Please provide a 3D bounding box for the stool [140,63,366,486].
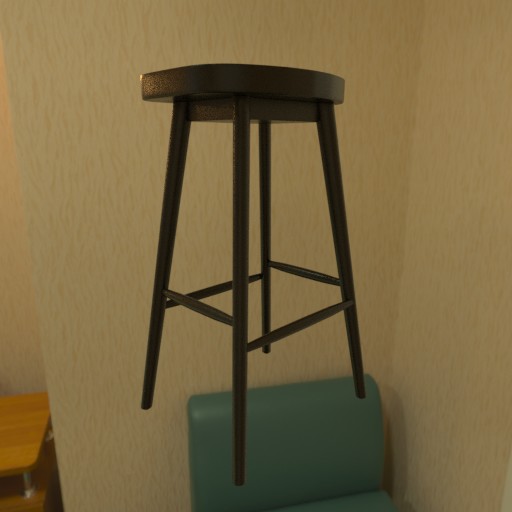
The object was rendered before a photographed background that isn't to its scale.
[{"bbox_3d":[0.000,0.000,0.999,0.440,0.749,0.361,-14,20,-42],"label":"stool"}]
